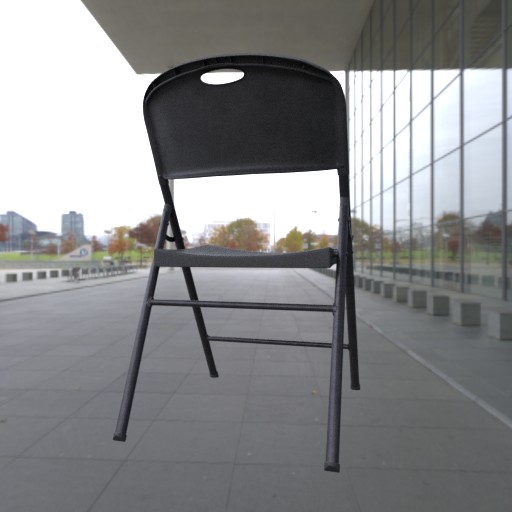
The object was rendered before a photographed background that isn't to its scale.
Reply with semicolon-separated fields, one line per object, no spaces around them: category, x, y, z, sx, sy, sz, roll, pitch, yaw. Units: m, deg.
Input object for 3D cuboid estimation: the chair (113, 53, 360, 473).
chair;0.000;0.000;1.151;0.494;0.810;0.567;0;0;17
